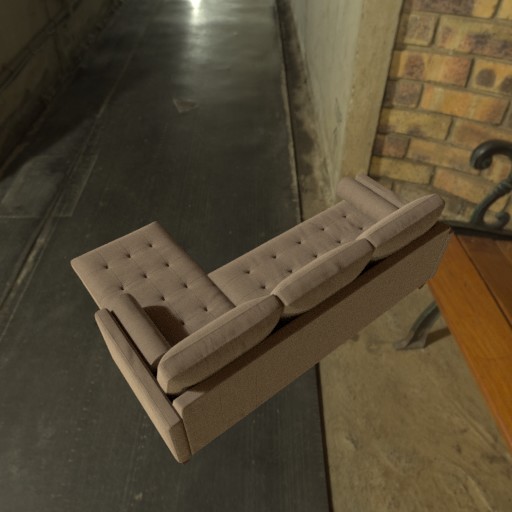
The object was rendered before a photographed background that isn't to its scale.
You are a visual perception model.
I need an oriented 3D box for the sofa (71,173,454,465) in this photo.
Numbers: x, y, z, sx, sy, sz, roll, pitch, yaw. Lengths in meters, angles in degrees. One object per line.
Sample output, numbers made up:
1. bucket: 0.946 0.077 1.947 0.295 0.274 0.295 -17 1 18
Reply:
1. sofa: 0.000 0.000 2.991 2.178 0.875 1.506 -29 53 -25
